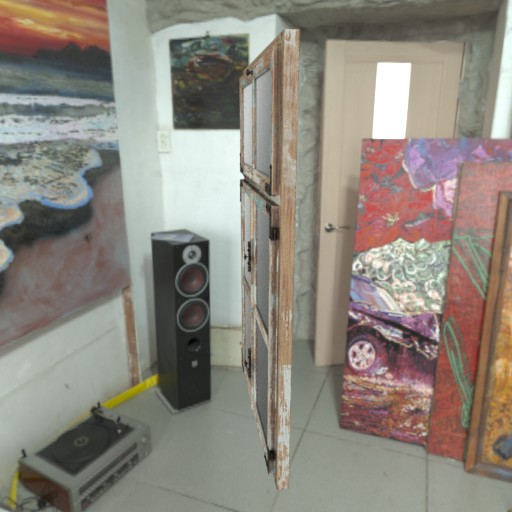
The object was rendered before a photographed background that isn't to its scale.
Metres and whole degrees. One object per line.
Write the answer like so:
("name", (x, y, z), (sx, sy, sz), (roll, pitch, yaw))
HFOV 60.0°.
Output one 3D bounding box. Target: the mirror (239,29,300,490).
("mirror", (0.000, 0.000, 1.455), (0.083, 1.213, 0.707), (-2, 16, -8))
